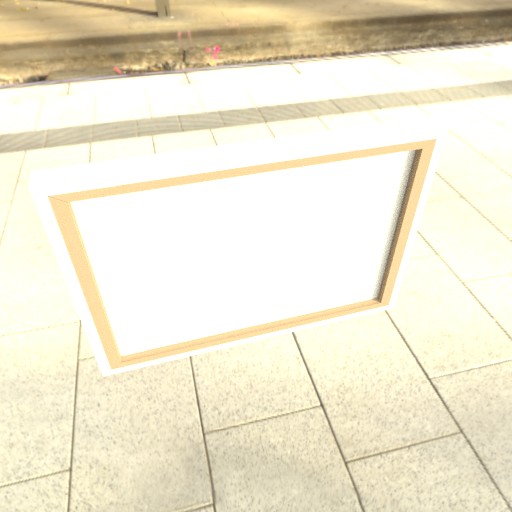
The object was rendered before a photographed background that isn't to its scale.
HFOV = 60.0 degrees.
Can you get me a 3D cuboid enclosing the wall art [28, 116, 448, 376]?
[{"bbox_3d":[0.000,0.000,0.772,0.608,0.414,0.042,-11,42,-12],"label":"wall art"}]
